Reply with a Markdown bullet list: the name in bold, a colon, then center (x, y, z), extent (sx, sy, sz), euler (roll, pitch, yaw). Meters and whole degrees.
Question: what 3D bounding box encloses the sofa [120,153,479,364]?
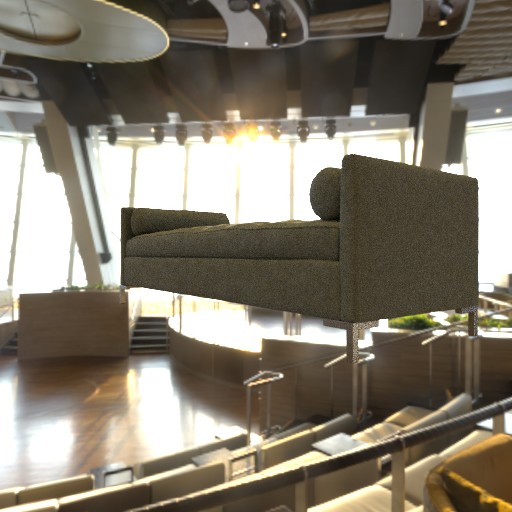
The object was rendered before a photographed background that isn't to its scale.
- **sofa**: center (0.000, 0.000, 2.432), extent (0.797, 0.657, 2.102), euler (0, 0, -37)
